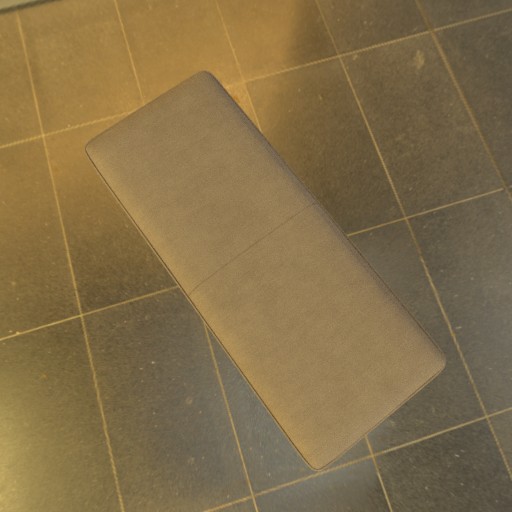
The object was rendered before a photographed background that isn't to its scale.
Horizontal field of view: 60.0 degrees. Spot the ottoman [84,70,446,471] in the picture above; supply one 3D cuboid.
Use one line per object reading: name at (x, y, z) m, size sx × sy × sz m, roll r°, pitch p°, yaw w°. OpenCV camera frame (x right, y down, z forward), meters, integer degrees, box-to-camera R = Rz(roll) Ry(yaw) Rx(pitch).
ottoman at (0.000, 0.000, 2.095) m, size 0.751 × 0.470 × 1.764 m, roll -36°, pitch 79°, yaw -8°
